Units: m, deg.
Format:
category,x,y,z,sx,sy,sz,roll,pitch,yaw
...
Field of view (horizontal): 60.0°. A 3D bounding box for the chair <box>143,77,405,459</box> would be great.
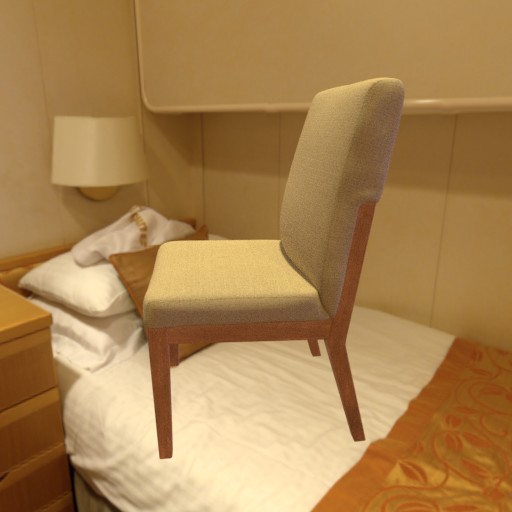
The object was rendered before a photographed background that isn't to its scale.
category,x,y,z,sx,sy,sz,roll,pitch,yaw
chair,0.000,0.000,1.245,0.586,0.911,0.507,-2,17,-7
